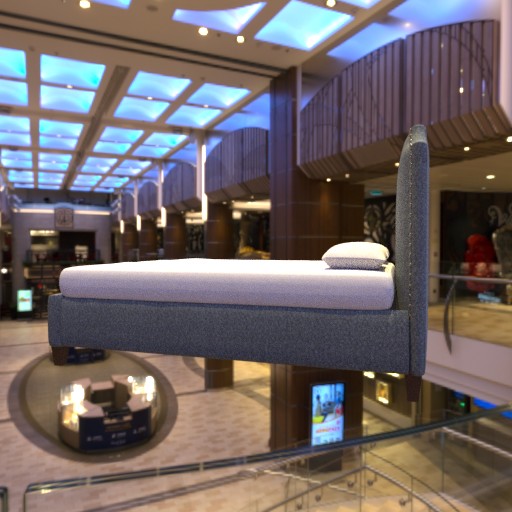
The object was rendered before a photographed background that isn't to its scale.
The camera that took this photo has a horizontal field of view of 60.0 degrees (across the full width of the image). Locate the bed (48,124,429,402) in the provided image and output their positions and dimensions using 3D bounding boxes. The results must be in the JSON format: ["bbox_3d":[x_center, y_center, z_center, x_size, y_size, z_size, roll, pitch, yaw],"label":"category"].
[{"bbox_3d":[0.000,0.000,3.359,2.372,1.443,1.712,0,1,18],"label":"bed"}]
